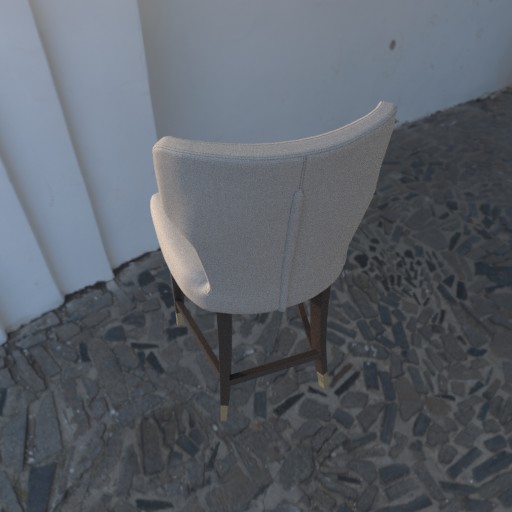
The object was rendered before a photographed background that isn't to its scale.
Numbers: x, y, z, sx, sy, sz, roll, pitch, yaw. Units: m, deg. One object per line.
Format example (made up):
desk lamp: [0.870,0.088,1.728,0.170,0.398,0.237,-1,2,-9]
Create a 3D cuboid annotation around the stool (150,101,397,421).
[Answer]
stool: [0.000,0.000,1.311,0.527,0.982,0.563,-13,43,-15]
